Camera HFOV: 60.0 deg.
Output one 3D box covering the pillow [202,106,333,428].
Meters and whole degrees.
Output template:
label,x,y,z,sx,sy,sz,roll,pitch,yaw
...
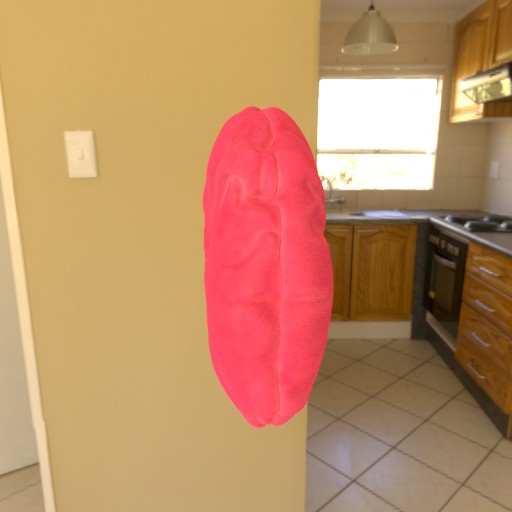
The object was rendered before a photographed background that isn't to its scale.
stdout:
label,x,y,z,sx,sy,sz,roll,pitch,yaw
pillow,0.000,0.000,0.635,0.148,0.407,0.428,-2,13,-8
